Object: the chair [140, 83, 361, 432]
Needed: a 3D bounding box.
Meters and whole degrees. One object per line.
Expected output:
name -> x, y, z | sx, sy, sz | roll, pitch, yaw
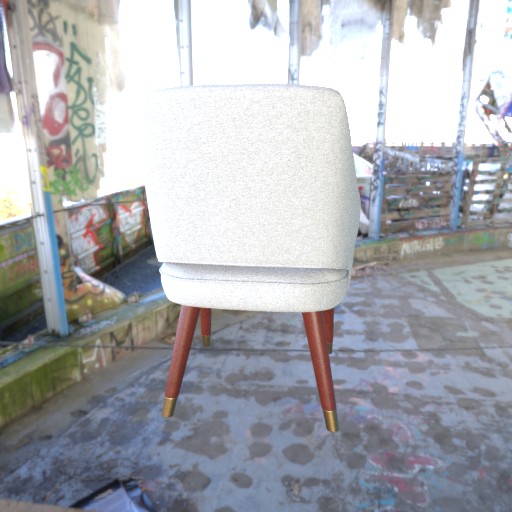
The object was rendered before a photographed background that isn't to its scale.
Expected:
chair -> 0.000, 0.000, 1.304 | 0.609, 0.889, 0.600 | 2, 15, 8
